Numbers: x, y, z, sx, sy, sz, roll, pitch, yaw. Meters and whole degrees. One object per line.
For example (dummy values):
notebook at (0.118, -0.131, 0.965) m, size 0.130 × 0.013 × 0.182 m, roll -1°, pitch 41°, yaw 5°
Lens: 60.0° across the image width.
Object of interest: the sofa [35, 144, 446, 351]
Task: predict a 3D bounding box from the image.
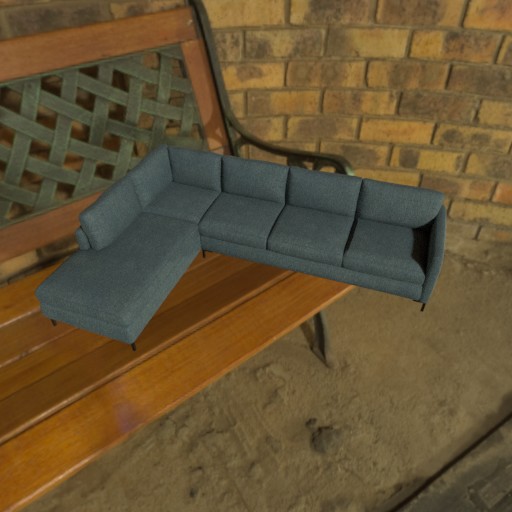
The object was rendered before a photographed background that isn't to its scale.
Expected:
sofa at (0.000, 0.000, 3.731) m, size 2.949 × 0.815 × 2.007 m, roll 13°, pitch 42°, yaw 15°
